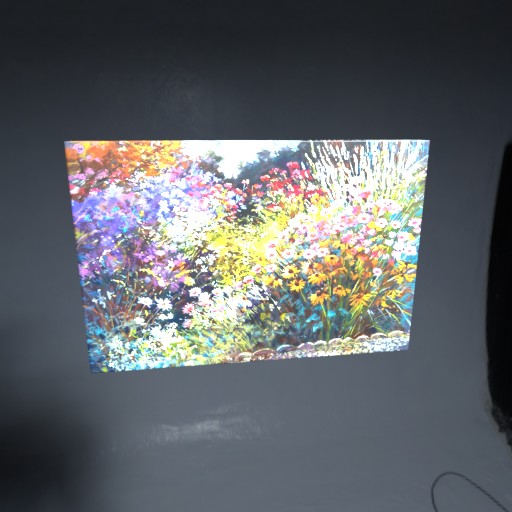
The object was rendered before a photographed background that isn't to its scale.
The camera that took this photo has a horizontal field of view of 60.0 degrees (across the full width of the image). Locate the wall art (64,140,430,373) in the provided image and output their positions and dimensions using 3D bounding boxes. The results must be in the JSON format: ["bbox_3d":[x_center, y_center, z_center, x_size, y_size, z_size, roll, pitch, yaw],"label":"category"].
[{"bbox_3d":[0.000,0.000,0.806,0.610,0.406,0.037,-2,16,-8],"label":"wall art"}]
